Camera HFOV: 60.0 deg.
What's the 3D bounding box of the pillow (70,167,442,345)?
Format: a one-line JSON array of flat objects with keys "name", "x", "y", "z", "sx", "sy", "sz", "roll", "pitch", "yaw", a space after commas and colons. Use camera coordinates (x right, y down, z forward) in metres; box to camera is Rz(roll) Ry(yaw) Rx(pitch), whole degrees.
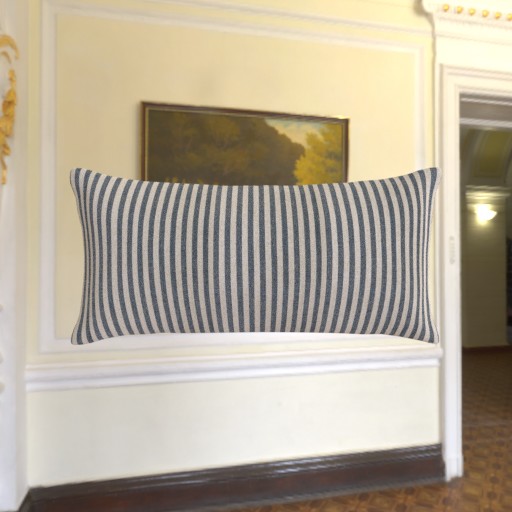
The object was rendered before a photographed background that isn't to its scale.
[{"name": "pillow", "x": 0.000, "y": 0.000, "z": 0.735, "sx": 0.617, "sy": 0.295, "sz": 0.151, "roll": 0, "pitch": 0, "yaw": 0}]
